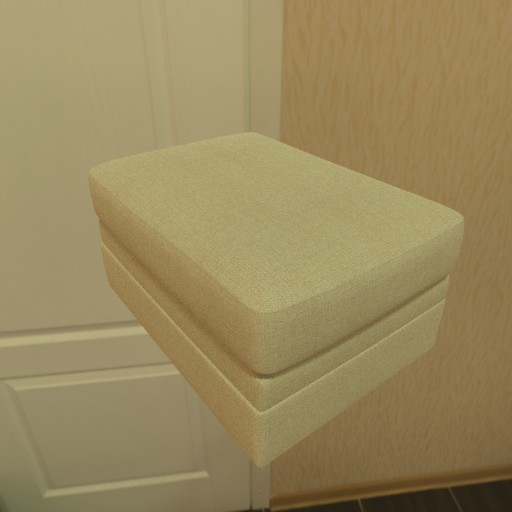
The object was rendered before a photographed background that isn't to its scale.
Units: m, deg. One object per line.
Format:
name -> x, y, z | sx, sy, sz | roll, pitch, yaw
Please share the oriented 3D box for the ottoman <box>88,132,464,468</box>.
ottoman -> 0.000, 0.000, 1.259 | 0.637, 0.478, 0.885 | -21, 37, -31
